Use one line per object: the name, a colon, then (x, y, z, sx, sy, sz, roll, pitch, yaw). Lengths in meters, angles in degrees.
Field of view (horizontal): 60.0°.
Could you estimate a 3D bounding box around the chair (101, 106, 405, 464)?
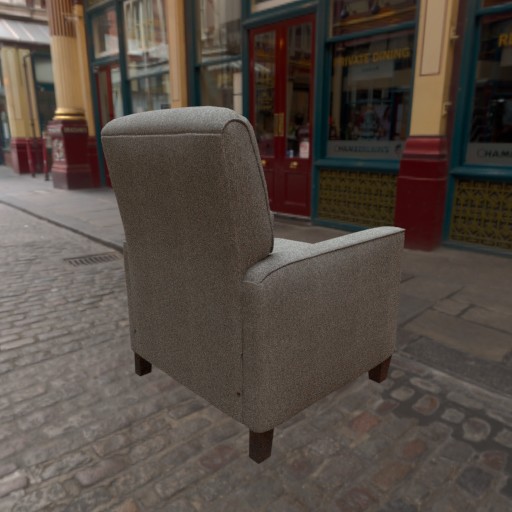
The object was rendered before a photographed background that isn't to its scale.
chair: (0.000, 0.000, 1.683, 0.858, 1.028, 0.841, -13, 19, -42)
